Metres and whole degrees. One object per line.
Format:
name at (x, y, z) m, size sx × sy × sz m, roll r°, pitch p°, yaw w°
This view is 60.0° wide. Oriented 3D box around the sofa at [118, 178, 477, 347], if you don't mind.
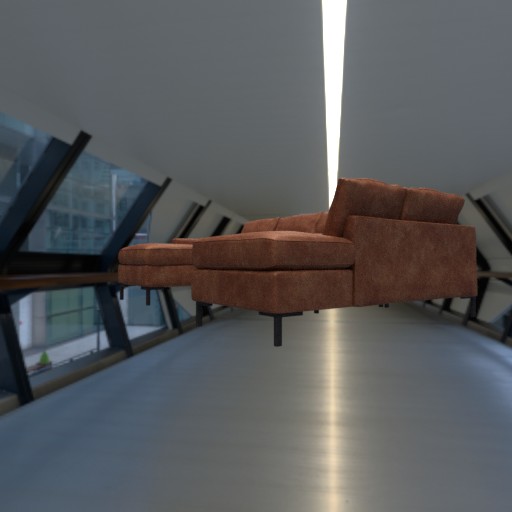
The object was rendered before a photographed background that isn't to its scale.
sofa at (0.000, 0.000, 3.859) m, size 1.939 × 0.900 × 2.956 m, roll 0°, pitch 0°, yaw -36°
